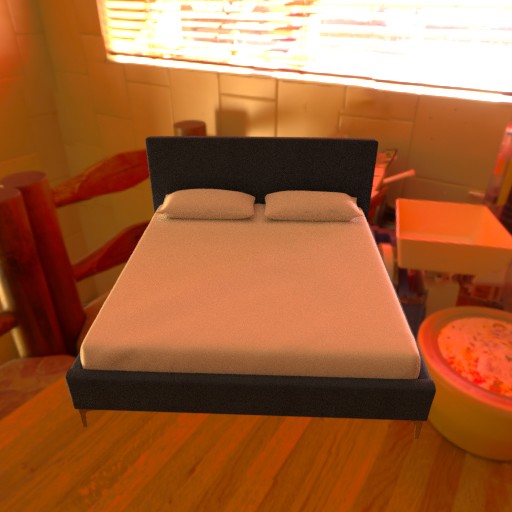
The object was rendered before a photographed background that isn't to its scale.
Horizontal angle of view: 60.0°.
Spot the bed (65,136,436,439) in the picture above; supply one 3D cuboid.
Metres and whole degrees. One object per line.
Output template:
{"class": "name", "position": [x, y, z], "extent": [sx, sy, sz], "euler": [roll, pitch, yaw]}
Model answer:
{"class": "bed", "position": [0.000, 0.000, 3.348], "extent": [2.096, 1.231, 2.232], "euler": [1, 30, 2]}
